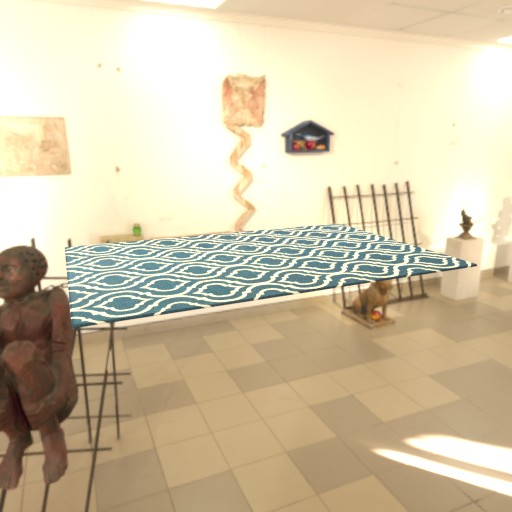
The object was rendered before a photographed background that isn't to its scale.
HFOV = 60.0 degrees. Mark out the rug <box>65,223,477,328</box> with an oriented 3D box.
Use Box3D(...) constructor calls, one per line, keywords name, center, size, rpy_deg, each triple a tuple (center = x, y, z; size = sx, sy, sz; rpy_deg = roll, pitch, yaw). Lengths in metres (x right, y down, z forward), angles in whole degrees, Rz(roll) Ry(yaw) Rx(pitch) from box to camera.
Box3D(name="rug", center=(0.000, 0.000, 2.225), size=(1.753, 0.010, 1.143), rpy_deg=(-6, 16, -23))
